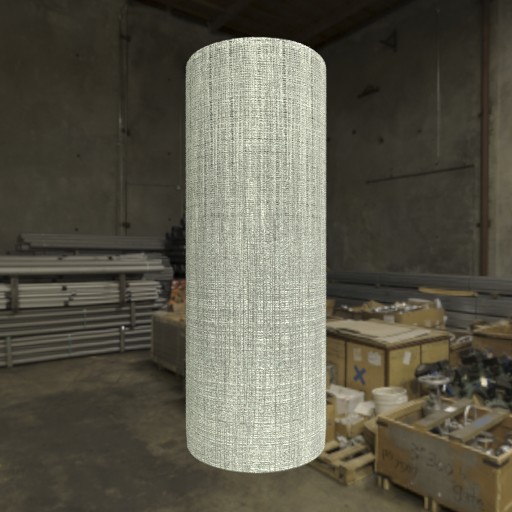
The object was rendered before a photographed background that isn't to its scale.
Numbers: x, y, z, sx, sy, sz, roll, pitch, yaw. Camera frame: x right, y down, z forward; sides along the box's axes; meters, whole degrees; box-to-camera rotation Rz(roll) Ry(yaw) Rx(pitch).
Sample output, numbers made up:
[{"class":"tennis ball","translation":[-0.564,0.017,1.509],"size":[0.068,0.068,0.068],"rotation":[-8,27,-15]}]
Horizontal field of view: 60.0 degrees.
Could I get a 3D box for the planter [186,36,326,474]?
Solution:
[{"class":"planter","translation":[0.000,0.000,0.320],"size":[0.100,0.270,0.100],"rotation":[0,0,-35]}]
